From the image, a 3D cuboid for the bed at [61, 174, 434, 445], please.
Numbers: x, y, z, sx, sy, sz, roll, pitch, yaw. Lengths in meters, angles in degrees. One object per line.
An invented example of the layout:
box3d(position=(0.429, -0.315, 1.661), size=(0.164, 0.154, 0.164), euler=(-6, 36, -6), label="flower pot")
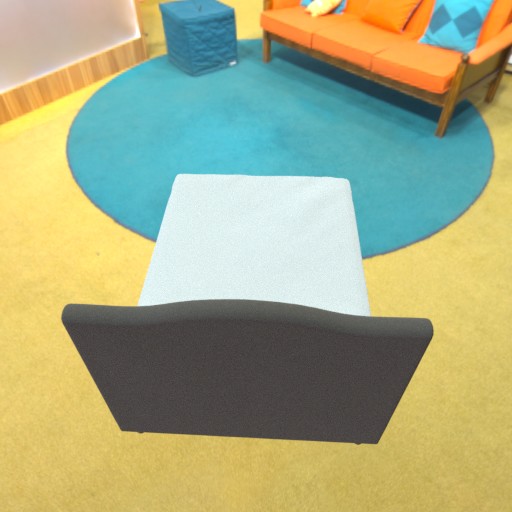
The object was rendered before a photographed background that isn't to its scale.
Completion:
box3d(position=(0.000, 0.000, 3.072), size=(1.666, 1.387, 2.036), euler=(2, 46, 2), label="bed")
